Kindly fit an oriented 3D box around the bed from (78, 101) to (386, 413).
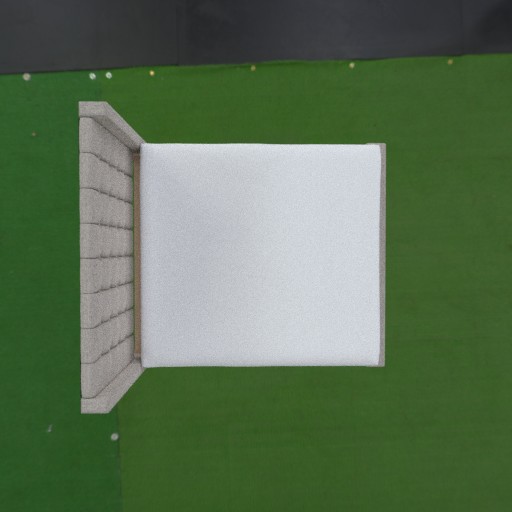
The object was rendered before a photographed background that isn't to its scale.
[{"bbox_3d":[0.000,0.000,3.769,2.372,1.748,2.044,0,91,-1],"label":"bed"}]
